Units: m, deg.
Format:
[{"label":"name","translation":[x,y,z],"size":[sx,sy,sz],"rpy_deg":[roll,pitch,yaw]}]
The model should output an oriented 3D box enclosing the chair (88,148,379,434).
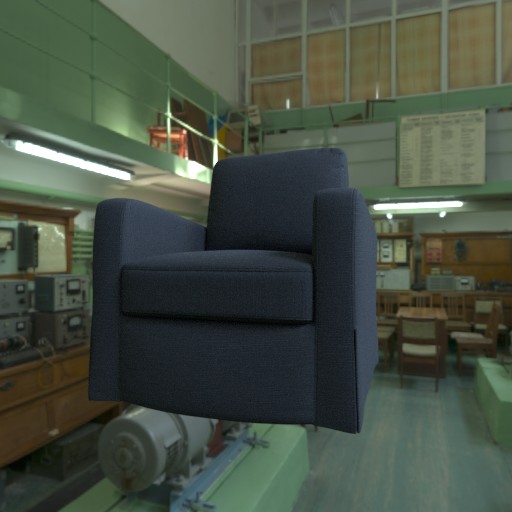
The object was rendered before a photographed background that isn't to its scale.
[{"label":"chair","translation":[0.000,0.000,1.559],"size":[0.798,0.855,0.863],"rpy_deg":[0,0,19]}]
